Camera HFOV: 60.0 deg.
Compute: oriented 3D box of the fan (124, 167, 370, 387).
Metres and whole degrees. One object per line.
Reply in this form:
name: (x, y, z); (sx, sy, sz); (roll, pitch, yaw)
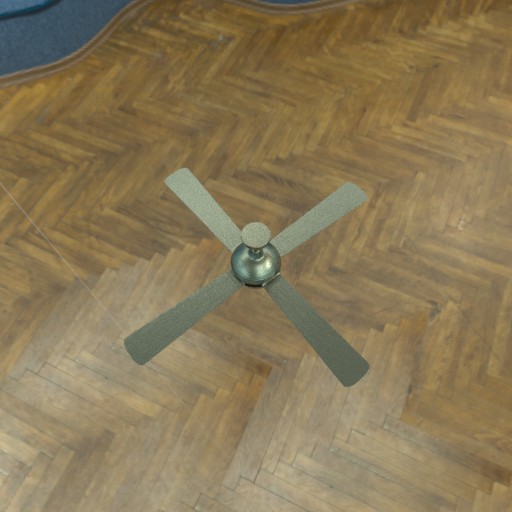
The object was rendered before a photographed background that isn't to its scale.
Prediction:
fan: (0.000, 0.000, 2.021); (1.321, 0.381, 1.321); (-16, 63, -8)
